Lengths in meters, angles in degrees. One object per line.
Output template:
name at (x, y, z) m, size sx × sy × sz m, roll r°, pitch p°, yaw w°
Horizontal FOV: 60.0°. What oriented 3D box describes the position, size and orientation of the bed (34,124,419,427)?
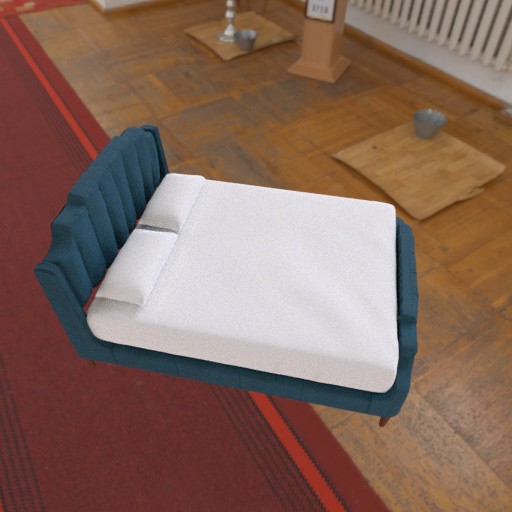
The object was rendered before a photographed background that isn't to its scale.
bed at (0.000, 0.000, 3.312) m, size 2.322 × 1.351 × 1.676 m, roll 9°, pitch 47°, yaw 8°
